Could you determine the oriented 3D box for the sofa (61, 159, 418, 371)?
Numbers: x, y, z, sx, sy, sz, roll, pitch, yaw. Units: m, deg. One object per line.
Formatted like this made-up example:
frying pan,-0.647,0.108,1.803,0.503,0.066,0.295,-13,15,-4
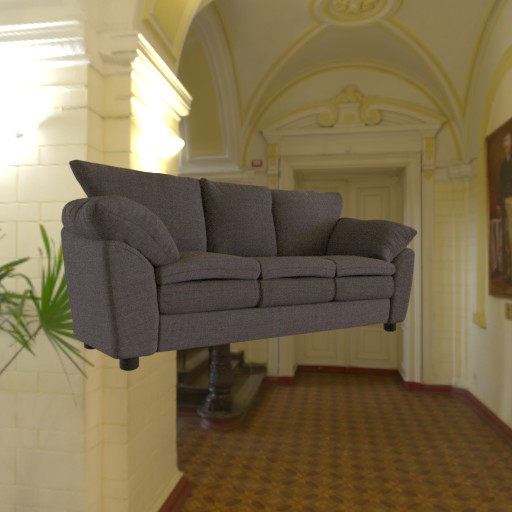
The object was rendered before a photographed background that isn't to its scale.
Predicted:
sofa,0.000,0.000,2.901,2.336,1.080,0.883,0,-1,-36
